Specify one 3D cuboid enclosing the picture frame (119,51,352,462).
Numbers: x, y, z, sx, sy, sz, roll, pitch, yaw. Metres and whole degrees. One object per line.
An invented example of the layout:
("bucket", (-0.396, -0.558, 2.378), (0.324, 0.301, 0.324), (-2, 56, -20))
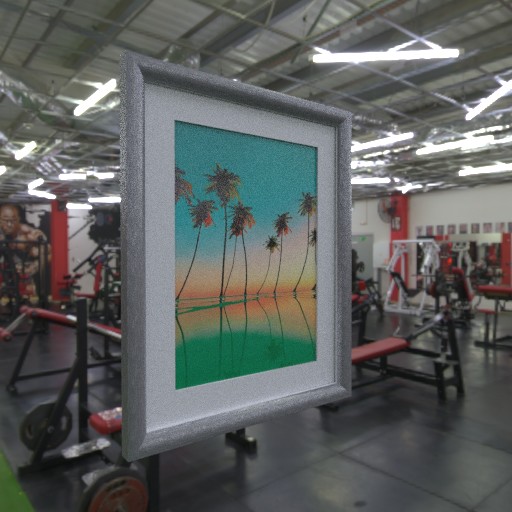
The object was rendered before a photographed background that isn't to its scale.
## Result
("picture frame", (0.000, 0.000, 0.746), (0.454, 0.559, 0.029), (-1, 1, -37))
